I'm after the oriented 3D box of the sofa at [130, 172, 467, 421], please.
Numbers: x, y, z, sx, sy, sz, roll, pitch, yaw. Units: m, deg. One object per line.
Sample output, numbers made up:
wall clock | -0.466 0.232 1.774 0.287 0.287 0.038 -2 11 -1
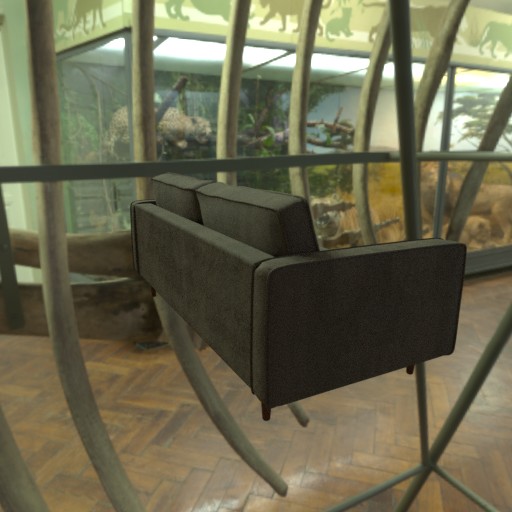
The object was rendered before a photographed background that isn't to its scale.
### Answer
sofa | 0.000 0.000 2.397 0.924 0.825 1.920 -7 16 -27
